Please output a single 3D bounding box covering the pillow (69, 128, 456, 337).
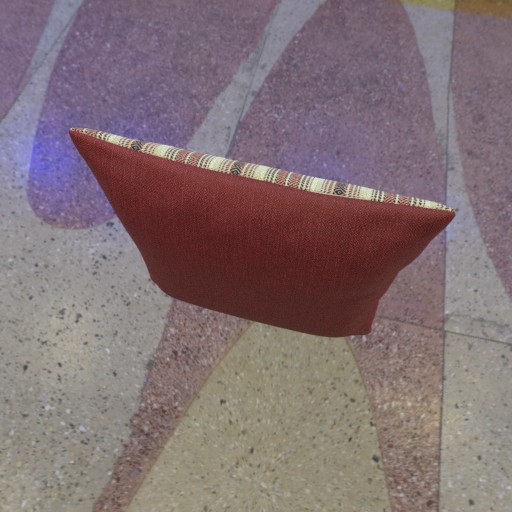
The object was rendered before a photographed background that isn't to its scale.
[{"bbox_3d":[0.000,0.000,0.779,0.513,0.497,0.166,13,64,7],"label":"pillow"}]
